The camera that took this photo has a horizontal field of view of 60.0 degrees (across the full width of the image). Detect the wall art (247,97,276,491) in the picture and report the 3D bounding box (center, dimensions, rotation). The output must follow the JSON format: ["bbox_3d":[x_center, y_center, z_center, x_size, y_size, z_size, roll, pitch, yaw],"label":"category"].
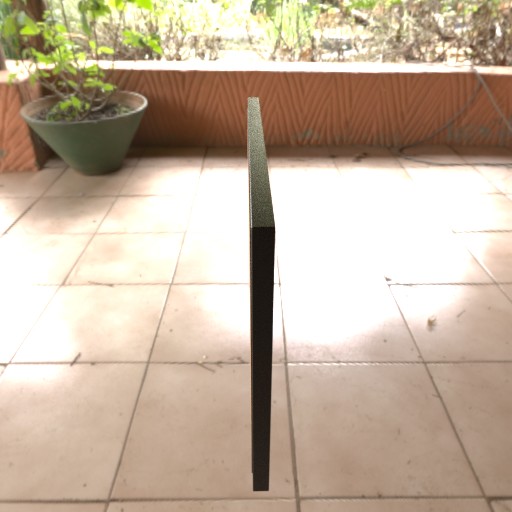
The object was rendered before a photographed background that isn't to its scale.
[{"bbox_3d":[0.000,0.000,0.852,0.027,0.458,0.657,-1,31,-1],"label":"wall art"}]
